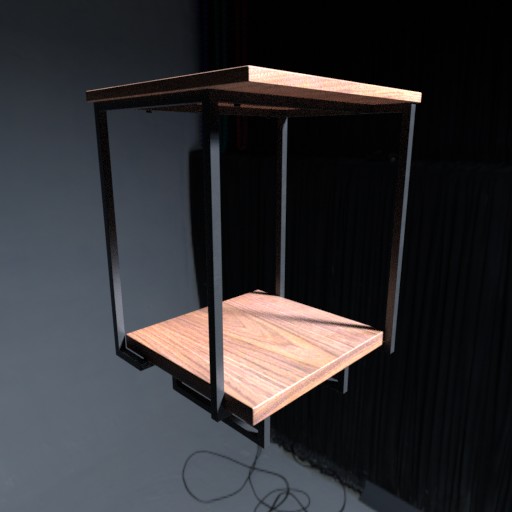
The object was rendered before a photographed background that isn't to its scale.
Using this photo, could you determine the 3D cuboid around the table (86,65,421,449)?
[{"bbox_3d":[0.000,0.000,0.813,0.384,0.567,0.411,14,20,43],"label":"table"}]
